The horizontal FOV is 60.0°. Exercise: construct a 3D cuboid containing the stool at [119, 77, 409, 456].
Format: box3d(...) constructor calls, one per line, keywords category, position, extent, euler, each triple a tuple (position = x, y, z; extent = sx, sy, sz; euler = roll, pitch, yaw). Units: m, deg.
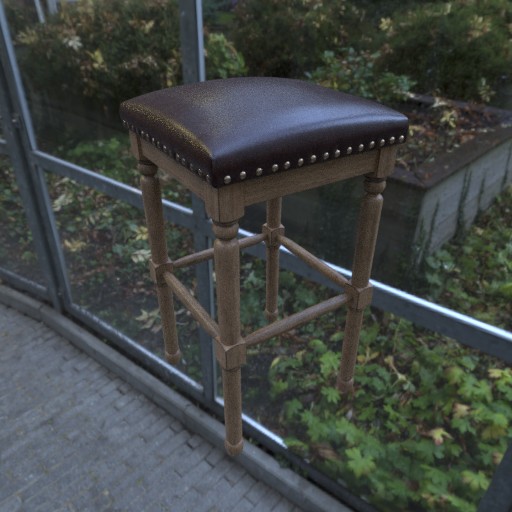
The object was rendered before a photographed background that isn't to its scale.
box3d(category="stool", position=(0.000, 0.000, 0.949), extent=(0.383, 0.702, 0.382), euler=(-19, 36, -28))
